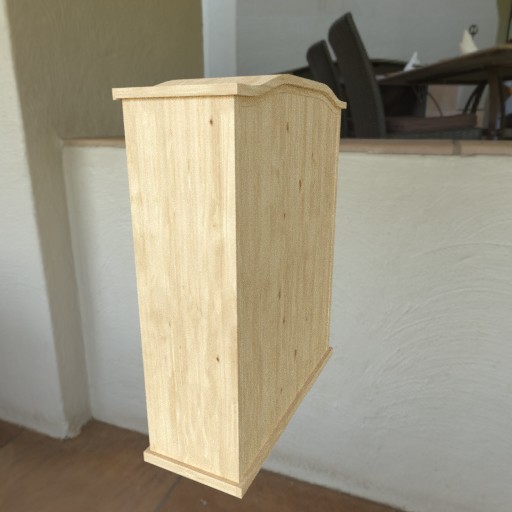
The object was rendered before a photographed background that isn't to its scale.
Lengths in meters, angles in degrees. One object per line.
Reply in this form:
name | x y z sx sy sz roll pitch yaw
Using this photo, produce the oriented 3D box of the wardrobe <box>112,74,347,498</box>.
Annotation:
wardrobe | 0.000 0.000 2.548 0.570 1.870 1.500 8 18 24
